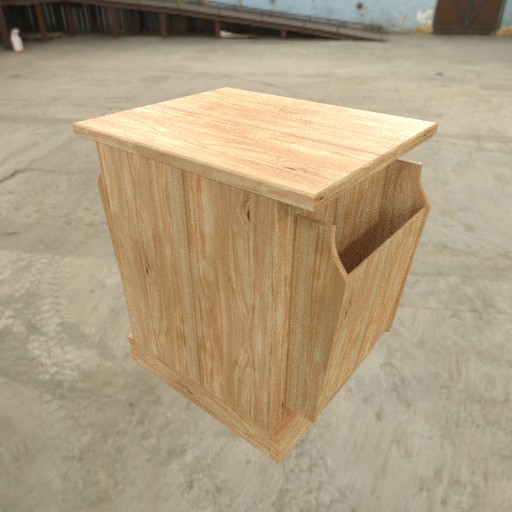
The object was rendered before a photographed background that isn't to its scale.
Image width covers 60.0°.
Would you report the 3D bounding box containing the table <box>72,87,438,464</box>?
[{"bbox_3d":[0.000,0.000,0.864,0.530,0.515,0.380,23,38,32],"label":"table"}]
